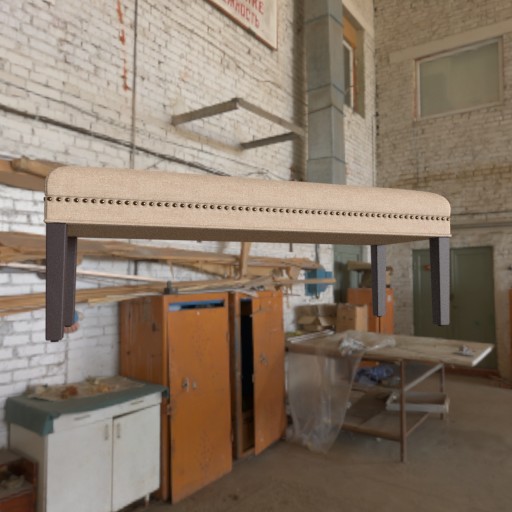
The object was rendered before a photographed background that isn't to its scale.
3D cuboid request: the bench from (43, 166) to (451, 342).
[{"bbox_3d":[0.000,0.000,1.449,1.219,0.457,0.410,1,-3,-18],"label":"bench"}]
